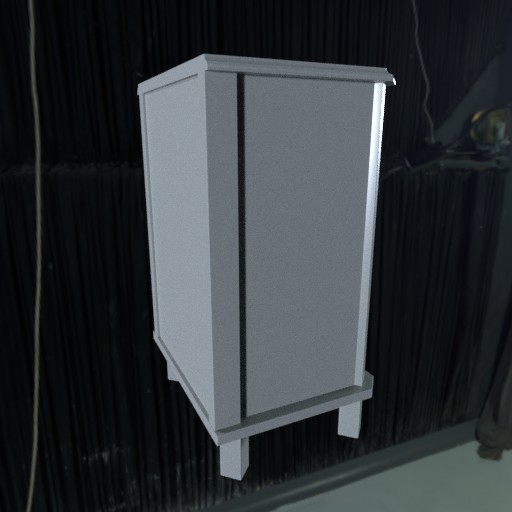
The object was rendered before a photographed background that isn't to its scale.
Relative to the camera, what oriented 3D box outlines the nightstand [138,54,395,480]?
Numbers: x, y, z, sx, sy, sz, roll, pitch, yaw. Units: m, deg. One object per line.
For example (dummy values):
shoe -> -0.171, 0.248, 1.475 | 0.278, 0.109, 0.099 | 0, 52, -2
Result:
nightstand -> 0.000, 0.000, 0.908 | 0.348, 0.680, 0.435 | -7, 17, -25
